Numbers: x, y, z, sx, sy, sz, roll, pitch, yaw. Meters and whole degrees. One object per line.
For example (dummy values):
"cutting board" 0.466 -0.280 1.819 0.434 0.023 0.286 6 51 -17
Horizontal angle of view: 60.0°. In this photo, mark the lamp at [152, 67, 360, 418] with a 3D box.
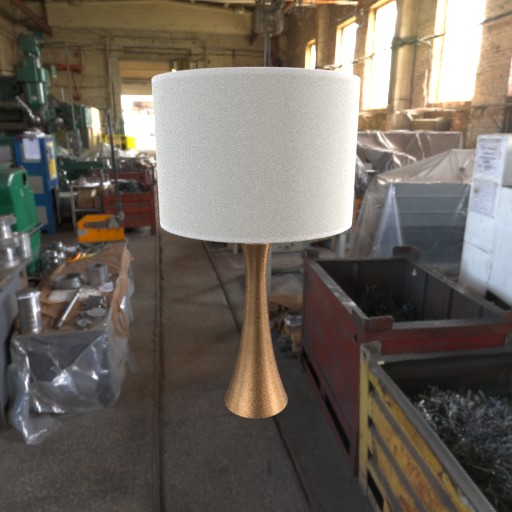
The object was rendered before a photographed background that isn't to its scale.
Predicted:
"lamp" 0.000 0.000 0.648 0.268 0.479 0.268 15 22 42
